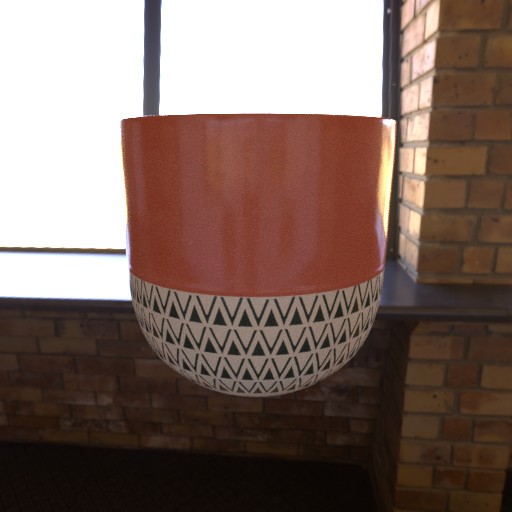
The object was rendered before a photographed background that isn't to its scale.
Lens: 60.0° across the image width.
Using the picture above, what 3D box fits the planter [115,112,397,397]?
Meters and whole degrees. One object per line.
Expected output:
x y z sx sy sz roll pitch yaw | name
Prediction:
0.000 0.000 0.468 0.266 0.270 0.266 0 14 0 | planter
